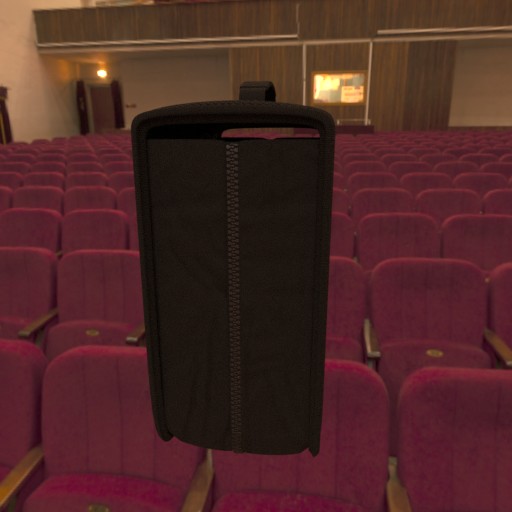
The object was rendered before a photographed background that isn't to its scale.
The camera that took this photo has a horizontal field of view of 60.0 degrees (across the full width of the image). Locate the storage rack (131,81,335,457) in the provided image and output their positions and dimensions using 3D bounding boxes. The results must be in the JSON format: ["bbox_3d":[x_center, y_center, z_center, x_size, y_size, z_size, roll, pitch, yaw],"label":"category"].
[{"bbox_3d":[0.000,0.000,0.526,0.168,0.387,0.297,2,16,8],"label":"storage rack"}]
